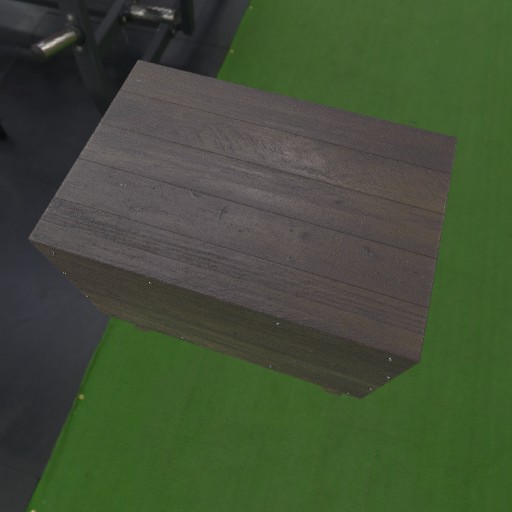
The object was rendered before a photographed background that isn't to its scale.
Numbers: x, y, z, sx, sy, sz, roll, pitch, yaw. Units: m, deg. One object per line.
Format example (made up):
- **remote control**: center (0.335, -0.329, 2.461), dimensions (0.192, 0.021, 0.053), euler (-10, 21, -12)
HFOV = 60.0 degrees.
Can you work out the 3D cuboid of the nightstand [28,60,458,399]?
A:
- **nightstand**: center (0.000, 0.000, 1.050), dimensions (0.650, 0.599, 0.450), euler (17, 66, 8)
